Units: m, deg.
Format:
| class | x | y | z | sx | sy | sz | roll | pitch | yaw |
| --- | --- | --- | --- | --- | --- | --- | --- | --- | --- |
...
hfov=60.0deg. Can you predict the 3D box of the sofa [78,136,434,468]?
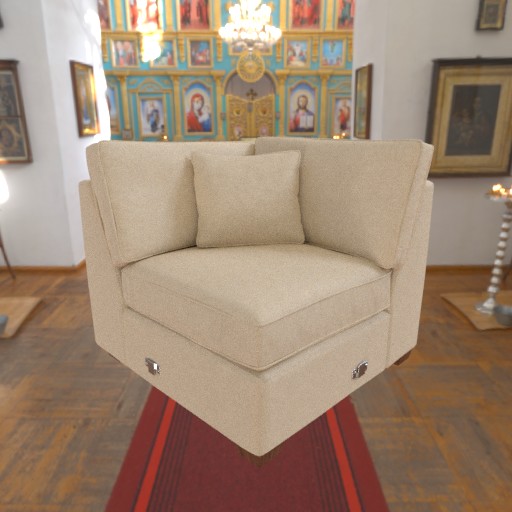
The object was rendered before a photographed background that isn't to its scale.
| class | x | y | z | sx | sy | sz | roll | pitch | yaw |
| --- | --- | --- | --- | --- | --- | --- | --- | --- | --- |
| sofa | 0.000 | 0.000 | 1.942 | 1.146 | 1.002 | 1.084 | 15 | 22 | 43 |
